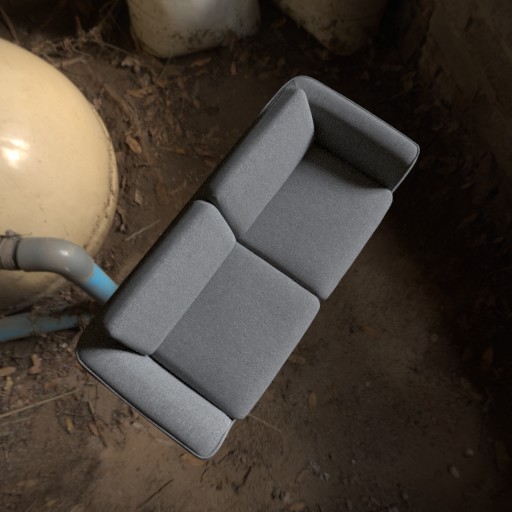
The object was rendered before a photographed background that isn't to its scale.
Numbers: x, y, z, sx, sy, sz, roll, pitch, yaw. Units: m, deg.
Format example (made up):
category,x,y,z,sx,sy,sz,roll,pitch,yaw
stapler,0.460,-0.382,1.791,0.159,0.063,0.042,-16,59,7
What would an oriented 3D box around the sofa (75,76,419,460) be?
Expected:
category,x,y,z,sx,sy,sz,roll,pitch,yaw
sofa,0.000,0.000,2.468,0.920,0.870,2.000,35,78,9
